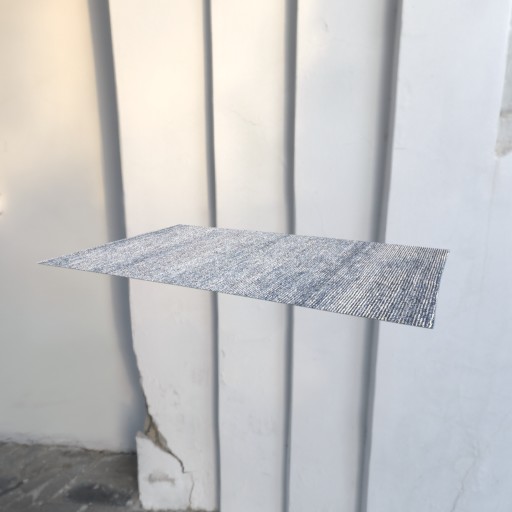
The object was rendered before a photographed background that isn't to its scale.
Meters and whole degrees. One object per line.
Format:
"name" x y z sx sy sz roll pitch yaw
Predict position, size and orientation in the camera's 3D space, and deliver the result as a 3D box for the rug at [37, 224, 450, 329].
"rug" 0.000 0.000 2.199 1.740 0.010 1.135 7 16 25
